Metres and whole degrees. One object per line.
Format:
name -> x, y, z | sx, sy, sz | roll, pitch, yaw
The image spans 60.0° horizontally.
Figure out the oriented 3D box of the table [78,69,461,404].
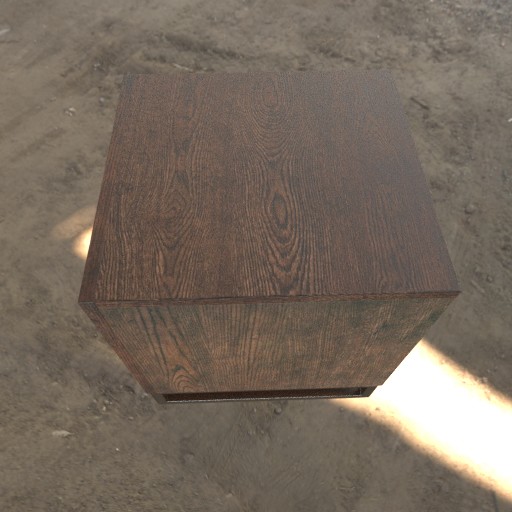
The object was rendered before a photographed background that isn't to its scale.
table -> 0.000, 0.000, 1.000 | 0.566, 0.582, 0.506 | -2, 58, -1
